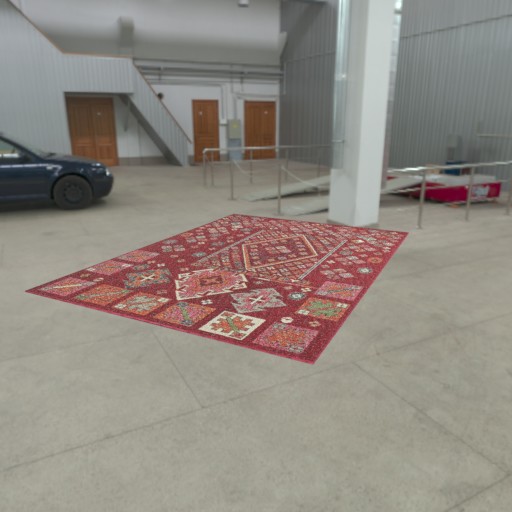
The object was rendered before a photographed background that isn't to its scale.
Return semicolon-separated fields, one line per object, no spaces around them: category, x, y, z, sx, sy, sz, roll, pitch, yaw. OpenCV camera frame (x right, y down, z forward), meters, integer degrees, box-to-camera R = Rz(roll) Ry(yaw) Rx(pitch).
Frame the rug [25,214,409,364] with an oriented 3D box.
rug;0.000;0.000;2.878;1.579;0.007;2.184;9;19;26
